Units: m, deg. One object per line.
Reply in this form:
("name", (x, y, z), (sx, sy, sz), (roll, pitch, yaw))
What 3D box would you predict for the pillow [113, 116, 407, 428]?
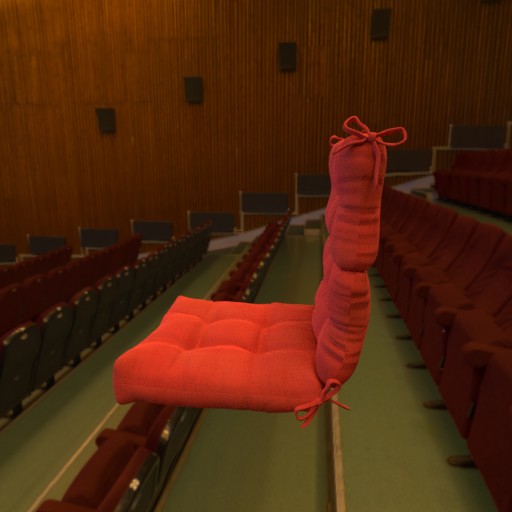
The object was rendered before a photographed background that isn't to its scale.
("pillow", (0.000, 0.000, 1.064), (0.571, 0.605, 0.519), (2, 13, 7))
